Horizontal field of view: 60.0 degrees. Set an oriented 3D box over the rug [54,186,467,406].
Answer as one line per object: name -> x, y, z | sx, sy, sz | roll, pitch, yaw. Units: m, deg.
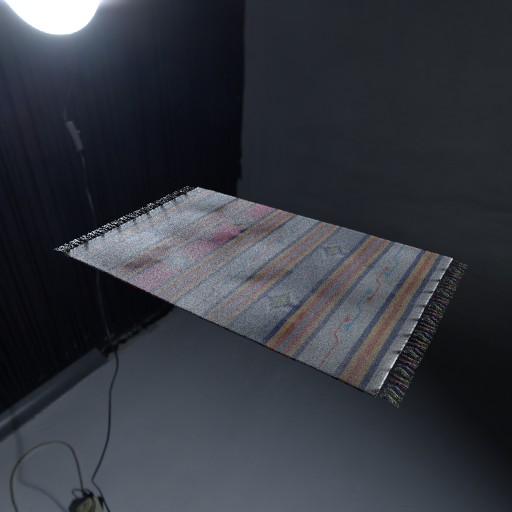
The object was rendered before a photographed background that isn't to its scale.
rug -> 0.000, 0.000, 2.277 | 1.849, 0.013, 1.084 | 19, 36, 29
